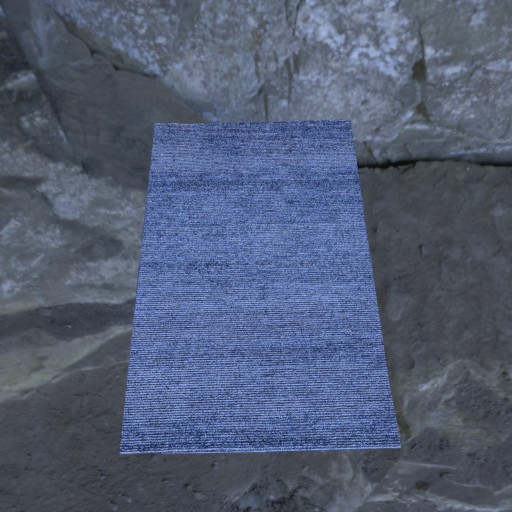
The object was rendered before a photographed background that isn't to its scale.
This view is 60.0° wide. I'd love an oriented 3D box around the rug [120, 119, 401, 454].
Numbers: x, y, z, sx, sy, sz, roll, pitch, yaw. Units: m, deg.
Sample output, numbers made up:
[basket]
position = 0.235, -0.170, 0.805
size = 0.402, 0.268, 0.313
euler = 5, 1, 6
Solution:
[rug]
position = 0.000, 0.000, 2.215
size = 1.159, 0.025, 1.793
euler = -1, 63, 0
